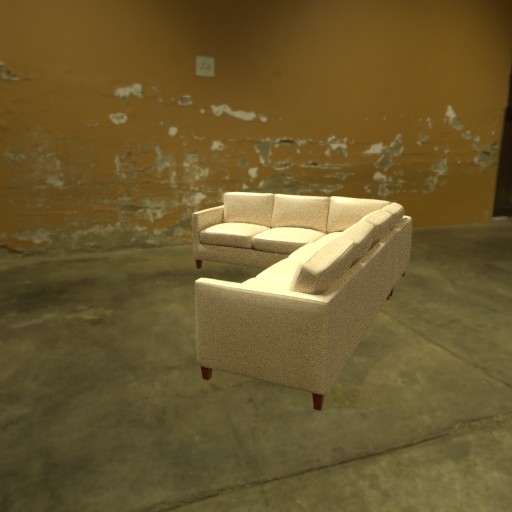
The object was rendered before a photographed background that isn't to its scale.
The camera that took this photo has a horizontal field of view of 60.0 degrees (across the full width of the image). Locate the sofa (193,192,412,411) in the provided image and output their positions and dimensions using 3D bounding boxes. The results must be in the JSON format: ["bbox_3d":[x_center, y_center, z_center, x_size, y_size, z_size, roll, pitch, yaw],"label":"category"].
[{"bbox_3d":[0.000,0.000,4.480,2.593,0.947,3.302,7,16,26],"label":"sofa"}]
